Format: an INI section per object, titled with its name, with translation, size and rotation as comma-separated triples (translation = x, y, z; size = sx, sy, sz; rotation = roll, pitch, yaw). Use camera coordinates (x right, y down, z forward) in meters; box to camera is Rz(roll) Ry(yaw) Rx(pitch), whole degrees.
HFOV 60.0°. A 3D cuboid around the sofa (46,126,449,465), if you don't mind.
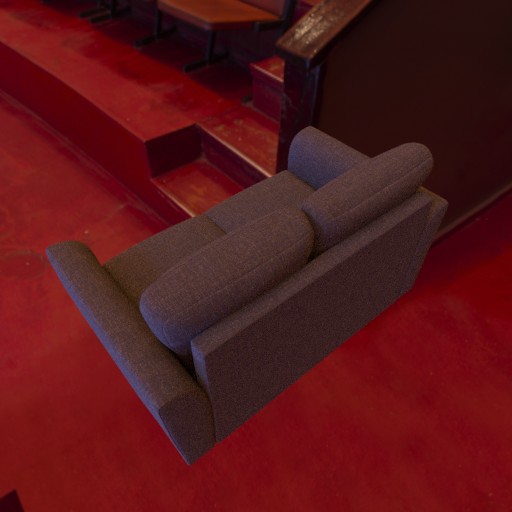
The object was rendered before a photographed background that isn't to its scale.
[sofa]
translation = 0.000, 0.000, 1.903
size = 1.423, 0.885, 0.851
rotation = -31, 54, -26
